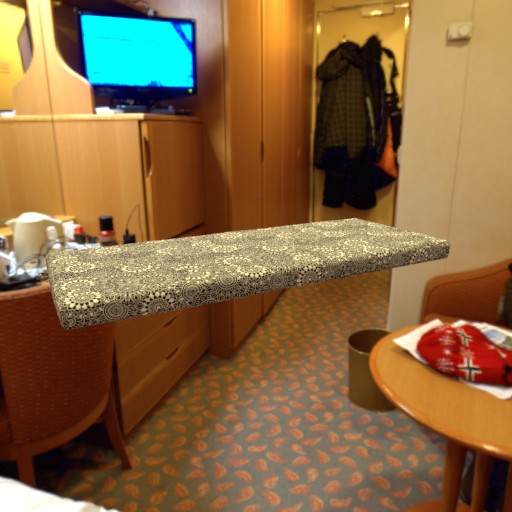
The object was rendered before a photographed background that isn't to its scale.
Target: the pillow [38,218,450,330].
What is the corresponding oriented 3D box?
[{"bbox_3d":[0.000,0.000,1.349,1.187,0.081,0.492,-8,18,-27],"label":"pillow"}]
